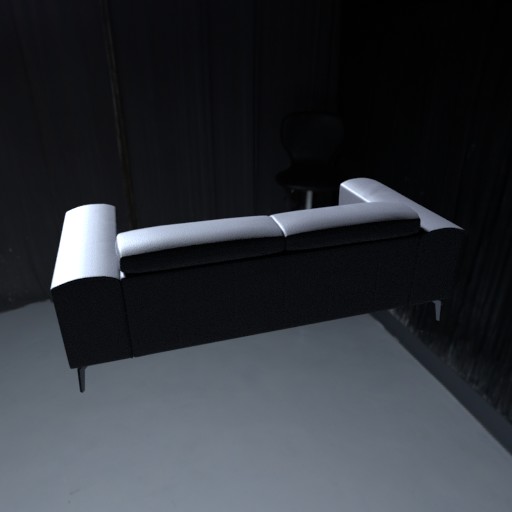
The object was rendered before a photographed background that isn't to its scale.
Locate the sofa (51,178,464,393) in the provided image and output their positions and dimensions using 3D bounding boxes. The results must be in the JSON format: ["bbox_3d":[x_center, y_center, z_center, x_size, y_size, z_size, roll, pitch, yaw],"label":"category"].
[{"bbox_3d":[0.000,0.000,2.886,2.330,0.814,1.048,-8,28,-15],"label":"sofa"}]
